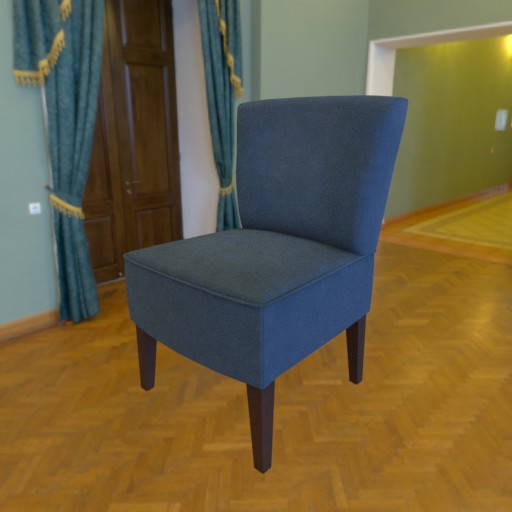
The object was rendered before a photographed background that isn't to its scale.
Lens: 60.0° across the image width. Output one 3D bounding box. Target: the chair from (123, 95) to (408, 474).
[{"bbox_3d":[0.000,0.000,1.164,0.521,0.806,0.551,15,23,41],"label":"chair"}]
